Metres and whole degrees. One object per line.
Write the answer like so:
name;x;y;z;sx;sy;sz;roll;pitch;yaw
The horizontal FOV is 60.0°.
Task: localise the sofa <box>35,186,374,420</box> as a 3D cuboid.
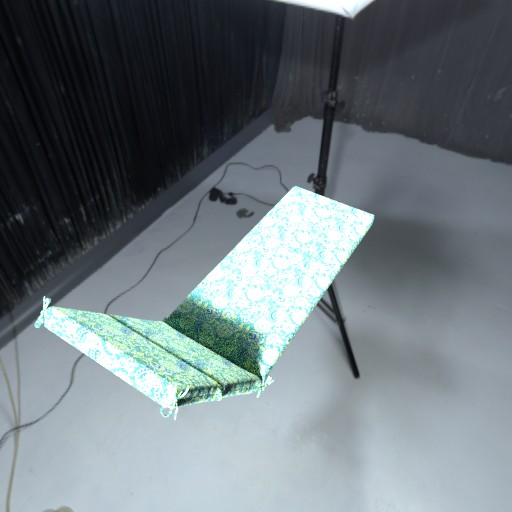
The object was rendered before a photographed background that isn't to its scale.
sofa;0.000;0.000;1.904;0.582;0.622;1.663;25;50;22
